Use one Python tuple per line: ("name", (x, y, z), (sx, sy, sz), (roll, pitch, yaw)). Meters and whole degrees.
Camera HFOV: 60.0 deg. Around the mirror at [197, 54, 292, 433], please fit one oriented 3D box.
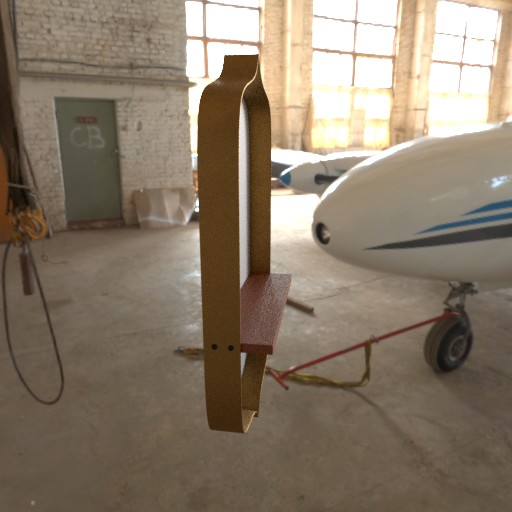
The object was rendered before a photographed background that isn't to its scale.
("mirror", (0.000, 0.000, 0.730), (0.096, 0.613, 0.323), (2, 16, 9))
